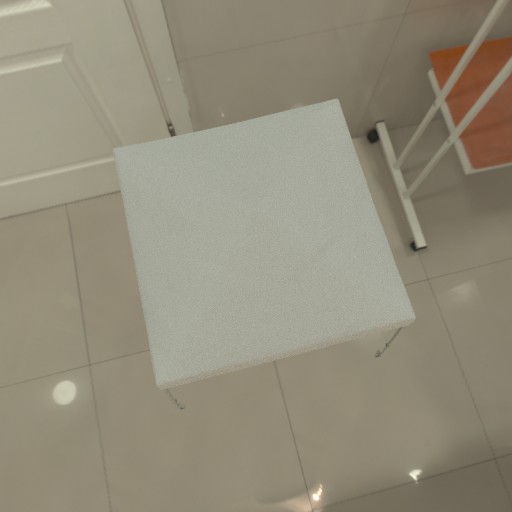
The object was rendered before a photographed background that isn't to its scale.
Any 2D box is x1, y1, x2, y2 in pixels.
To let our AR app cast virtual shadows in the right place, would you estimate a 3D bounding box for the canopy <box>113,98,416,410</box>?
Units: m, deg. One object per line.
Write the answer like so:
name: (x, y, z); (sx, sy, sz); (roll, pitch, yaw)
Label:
canopy: (0.000, 0.000, 5.040); (2.849, 2.849, 2.848); (-14, 74, -4)
